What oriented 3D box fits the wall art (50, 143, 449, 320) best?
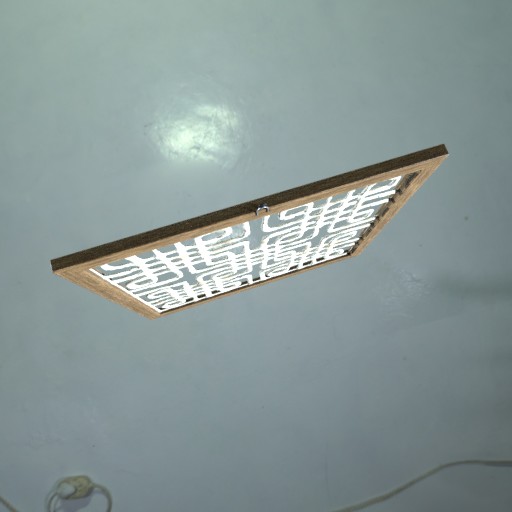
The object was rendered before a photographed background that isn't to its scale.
[{"bbox_3d":[0.000,0.000,0.860,0.561,0.582,0.021,-17,76,-4],"label":"wall art"}]
